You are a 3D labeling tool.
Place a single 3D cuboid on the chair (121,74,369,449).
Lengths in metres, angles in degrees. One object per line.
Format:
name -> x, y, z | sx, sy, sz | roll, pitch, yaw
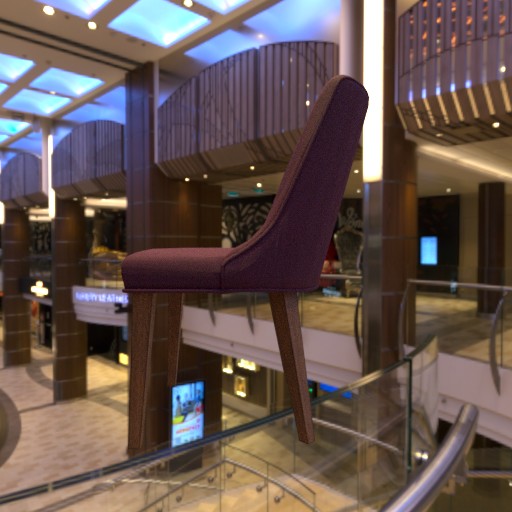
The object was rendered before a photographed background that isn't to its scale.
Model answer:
chair -> 0.000, 0.000, 1.306 | 0.638, 0.916, 0.548 | 0, 1, 0
